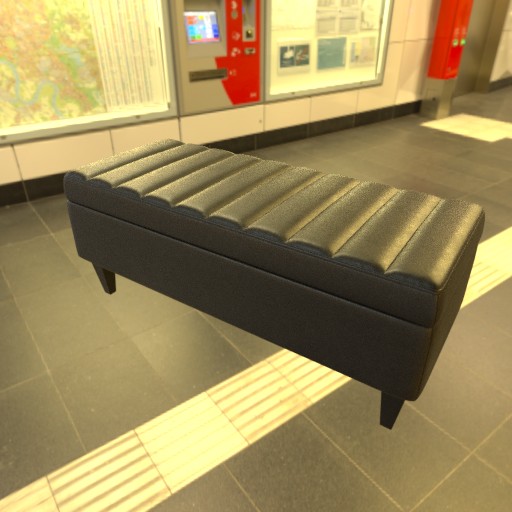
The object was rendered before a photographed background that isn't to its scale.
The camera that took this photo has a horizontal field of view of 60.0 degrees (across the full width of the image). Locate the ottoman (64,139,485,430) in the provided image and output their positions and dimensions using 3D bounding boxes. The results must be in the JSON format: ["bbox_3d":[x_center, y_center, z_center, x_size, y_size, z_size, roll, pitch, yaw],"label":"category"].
[{"bbox_3d":[0.000,0.000,1.362,1.151,0.469,0.482,19,35,29],"label":"ottoman"}]
